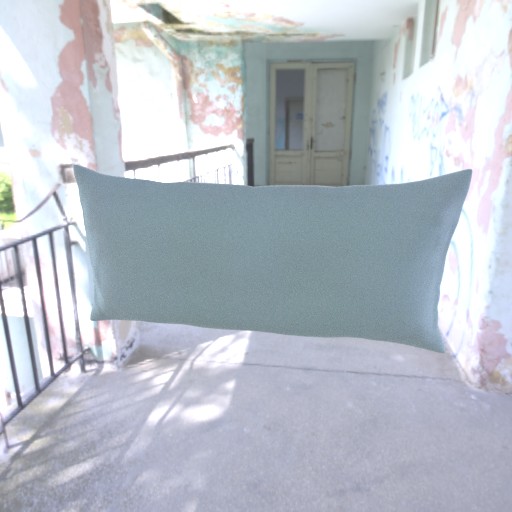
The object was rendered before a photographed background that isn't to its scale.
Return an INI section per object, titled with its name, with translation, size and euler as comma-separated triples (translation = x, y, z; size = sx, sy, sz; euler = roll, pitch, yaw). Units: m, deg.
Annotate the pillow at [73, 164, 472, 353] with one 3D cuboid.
[pillow]
translation = 0.000, 0.000, 0.710
size = 0.610, 0.287, 0.151
euler = 3, 17, 10
